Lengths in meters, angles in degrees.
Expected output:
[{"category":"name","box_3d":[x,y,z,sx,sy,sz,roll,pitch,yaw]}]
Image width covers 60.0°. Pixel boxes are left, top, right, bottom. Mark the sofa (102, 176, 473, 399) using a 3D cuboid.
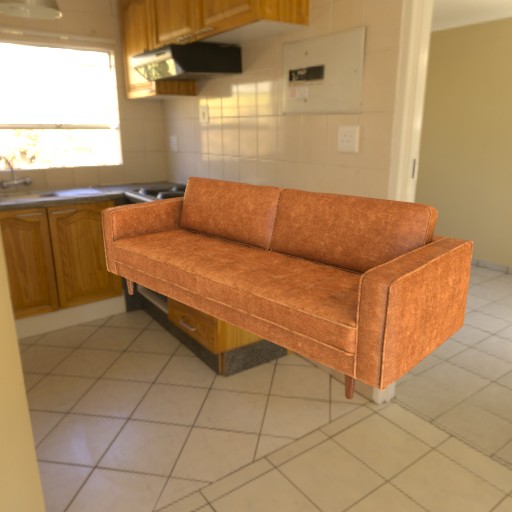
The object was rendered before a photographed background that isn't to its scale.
[{"category":"sofa","box_3d":[0.000,0.000,2.654,2.199,0.779,0.886,15,22,42]}]
